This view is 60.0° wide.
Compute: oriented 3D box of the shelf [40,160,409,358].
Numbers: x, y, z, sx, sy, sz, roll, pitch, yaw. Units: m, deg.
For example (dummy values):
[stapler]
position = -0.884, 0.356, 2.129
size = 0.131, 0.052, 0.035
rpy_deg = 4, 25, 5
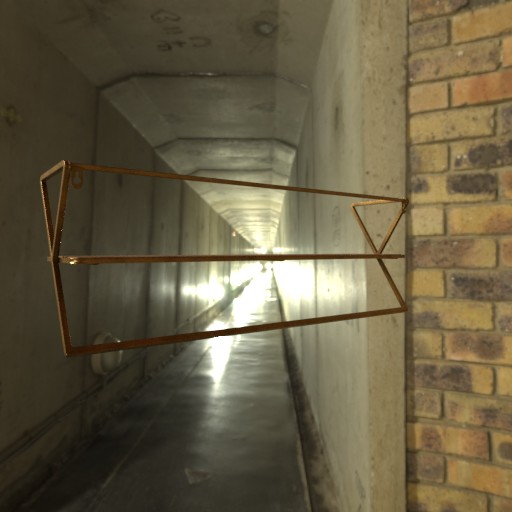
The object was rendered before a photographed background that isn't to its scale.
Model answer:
[shelf]
position = 0.000, 0.000, 0.756
size = 0.645, 0.229, 0.150
rpy_deg = -1, 1, -36
